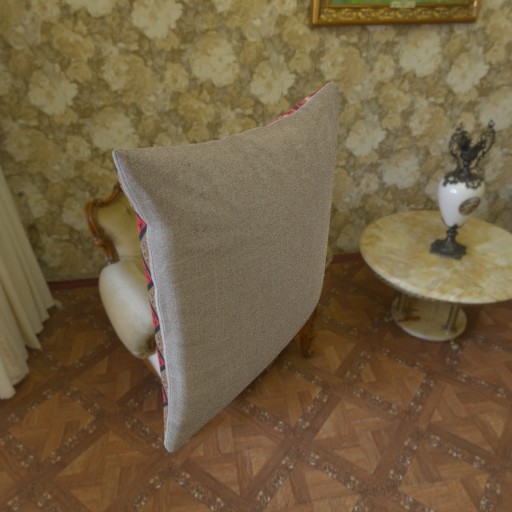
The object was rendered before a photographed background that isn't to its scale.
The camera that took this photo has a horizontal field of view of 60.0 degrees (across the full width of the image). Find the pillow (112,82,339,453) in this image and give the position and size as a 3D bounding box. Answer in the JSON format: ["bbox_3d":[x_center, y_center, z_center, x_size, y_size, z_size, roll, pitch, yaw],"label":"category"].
[{"bbox_3d":[0.000,0.000,0.773,0.158,0.511,0.513,20,37,29],"label":"pillow"}]
